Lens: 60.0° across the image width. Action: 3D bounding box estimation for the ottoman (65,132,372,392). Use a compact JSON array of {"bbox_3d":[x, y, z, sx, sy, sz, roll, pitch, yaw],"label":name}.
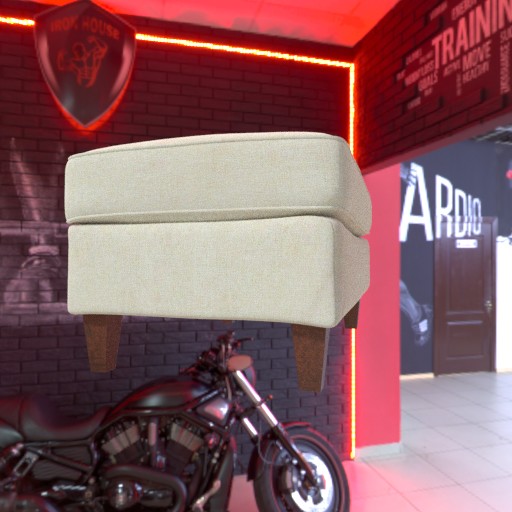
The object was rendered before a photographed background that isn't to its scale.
[{"bbox_3d":[0.000,0.000,1.218,0.583,0.484,0.862,0,0,18],"label":"ottoman"}]
